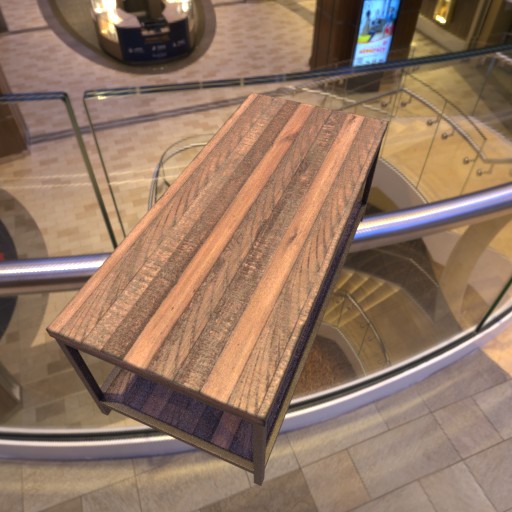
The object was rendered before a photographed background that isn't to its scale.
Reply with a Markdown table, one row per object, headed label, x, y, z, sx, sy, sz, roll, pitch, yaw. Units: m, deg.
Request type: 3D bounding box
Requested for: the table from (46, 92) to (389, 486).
| label | x | y | z | sx | sy | sz | roll | pitch | yaw |
| --- | --- | --- | --- | --- | --- | --- | --- | --- | --- |
| table | 0.000 | 0.000 | 1.238 | 0.452 | 0.399 | 0.990 | 17 | 50 | 15 |
